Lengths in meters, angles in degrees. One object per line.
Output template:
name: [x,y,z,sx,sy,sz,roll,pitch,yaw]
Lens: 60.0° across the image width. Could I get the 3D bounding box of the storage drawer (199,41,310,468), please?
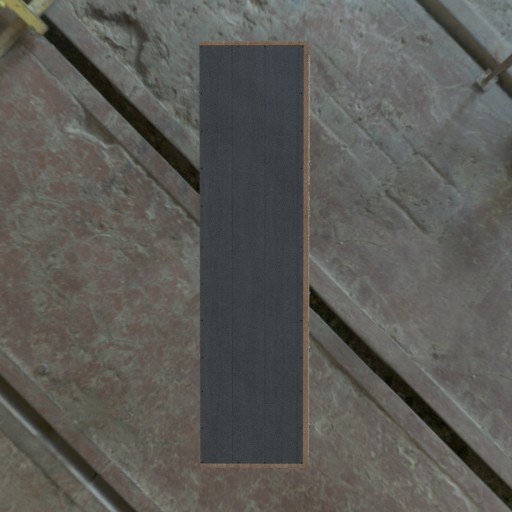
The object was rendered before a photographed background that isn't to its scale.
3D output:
storage drawer: [0.000,0.000,2.242,0.538,0.264,2.032,0,91,0]
